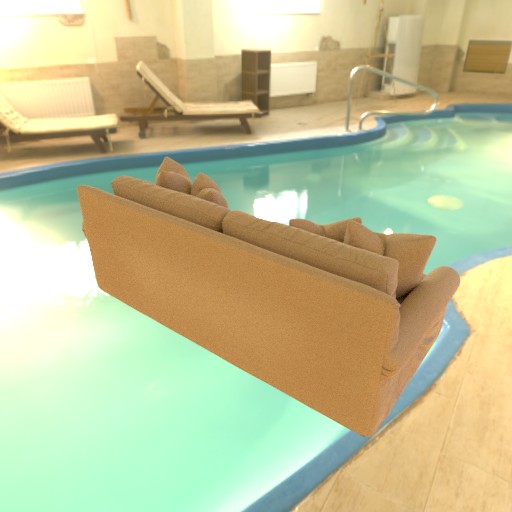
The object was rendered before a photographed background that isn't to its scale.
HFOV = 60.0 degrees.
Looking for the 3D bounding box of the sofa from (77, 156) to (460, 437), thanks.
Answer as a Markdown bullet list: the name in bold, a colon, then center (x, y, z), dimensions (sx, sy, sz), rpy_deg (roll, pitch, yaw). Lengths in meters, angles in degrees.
- **sofa**: center (0.000, 0.000, 2.825), dimensions (2.285, 0.904, 1.067), rpy_deg (21, 35, 32)
